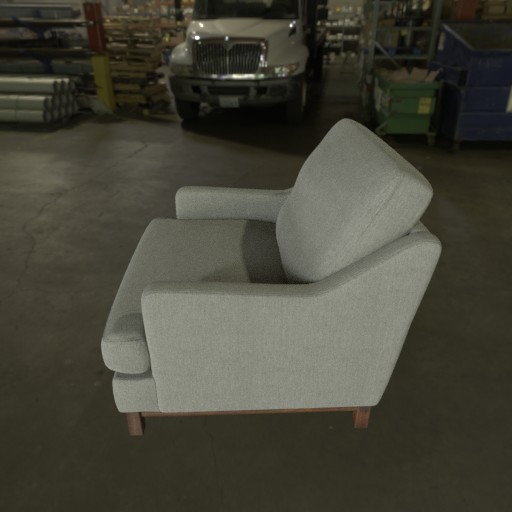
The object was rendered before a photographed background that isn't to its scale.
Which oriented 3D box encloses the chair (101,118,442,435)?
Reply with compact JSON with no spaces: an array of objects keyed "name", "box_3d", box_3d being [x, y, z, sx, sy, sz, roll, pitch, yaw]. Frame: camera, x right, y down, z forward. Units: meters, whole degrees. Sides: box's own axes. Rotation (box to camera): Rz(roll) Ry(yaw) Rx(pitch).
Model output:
[{"name":"chair","box_3d":[0.000,0.000,1.522,0.892,0.821,0.826,-1,28,-2]}]
